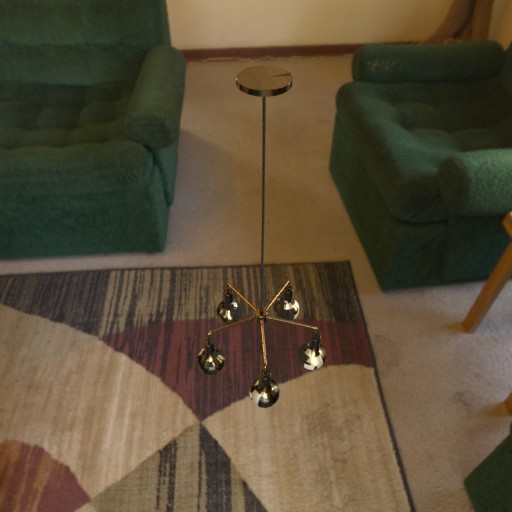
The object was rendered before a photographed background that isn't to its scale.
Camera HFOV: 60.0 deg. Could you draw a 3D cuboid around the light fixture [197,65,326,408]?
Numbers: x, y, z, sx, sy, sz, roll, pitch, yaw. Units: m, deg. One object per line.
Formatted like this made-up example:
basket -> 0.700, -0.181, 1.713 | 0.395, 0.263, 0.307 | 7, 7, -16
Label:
light fixture -> 0.000, 0.000, 1.213 | 0.421, 0.988, 0.438 | -16, 48, -15
